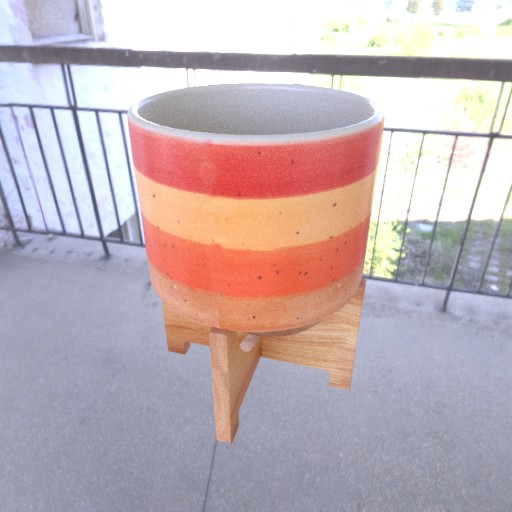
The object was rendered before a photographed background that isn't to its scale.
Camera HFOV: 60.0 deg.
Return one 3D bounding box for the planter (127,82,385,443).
[{"bbox_3d":[0.000,0.000,0.403,0.199,0.268,0.199,0,30,0],"label":"planter"}]
